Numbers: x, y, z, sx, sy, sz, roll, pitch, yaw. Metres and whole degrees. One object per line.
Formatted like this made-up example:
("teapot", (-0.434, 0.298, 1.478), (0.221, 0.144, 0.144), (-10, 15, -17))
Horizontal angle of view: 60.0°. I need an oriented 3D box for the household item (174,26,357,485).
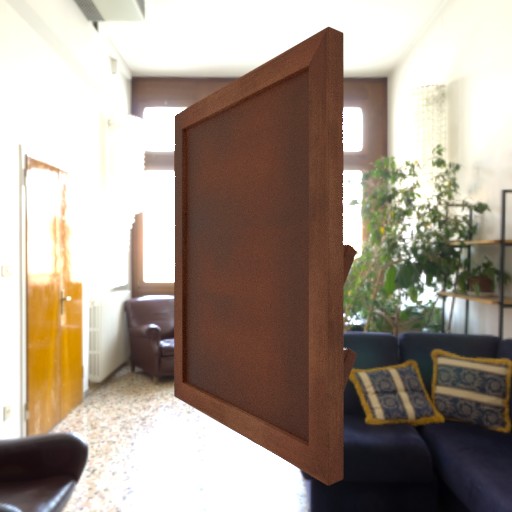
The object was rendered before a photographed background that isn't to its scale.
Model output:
("household item", (0.000, 0.000, 0.536), (0.067, 0.407, 0.310), (0, 0, -36))
